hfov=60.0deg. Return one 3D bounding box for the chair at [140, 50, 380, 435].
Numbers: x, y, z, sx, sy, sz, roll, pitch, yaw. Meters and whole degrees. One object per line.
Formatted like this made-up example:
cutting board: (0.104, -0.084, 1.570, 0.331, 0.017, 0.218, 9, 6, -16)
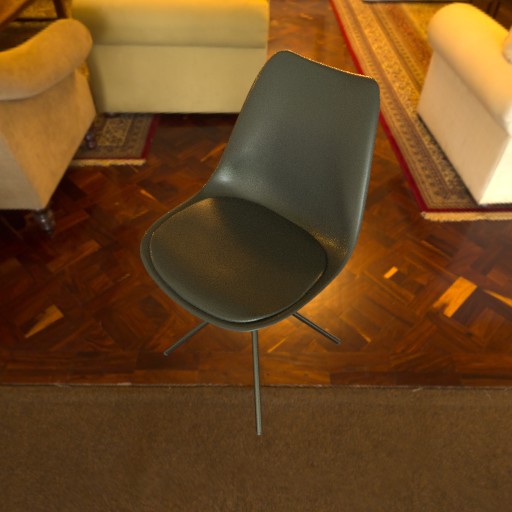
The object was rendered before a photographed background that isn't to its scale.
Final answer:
chair: (0.000, 0.000, 1.159, 0.461, 0.850, 0.525, 32, 54, 27)
